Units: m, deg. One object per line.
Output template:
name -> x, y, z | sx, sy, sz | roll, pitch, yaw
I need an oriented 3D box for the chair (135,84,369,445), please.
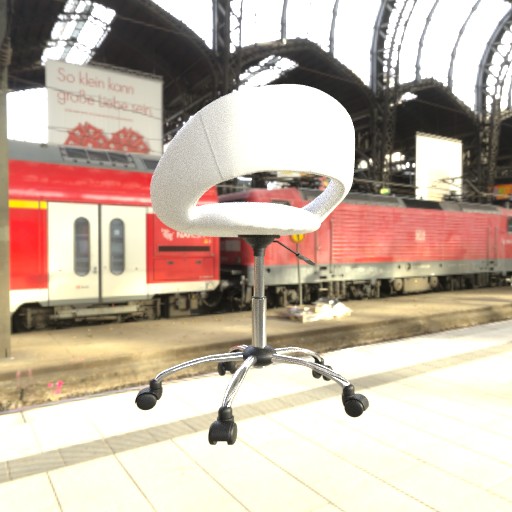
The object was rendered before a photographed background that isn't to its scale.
chair -> 0.000, 0.000, 1.218 | 0.612, 0.791, 0.538 | -1, 2, -36
